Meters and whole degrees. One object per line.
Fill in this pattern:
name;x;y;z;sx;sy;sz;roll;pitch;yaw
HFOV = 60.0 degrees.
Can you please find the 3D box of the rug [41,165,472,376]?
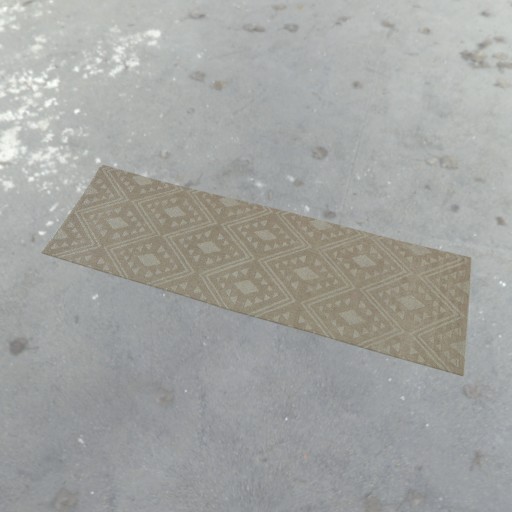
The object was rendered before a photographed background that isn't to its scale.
rug;0.000;0.000;2.638;2.452;0.051;0.752;15;59;9
